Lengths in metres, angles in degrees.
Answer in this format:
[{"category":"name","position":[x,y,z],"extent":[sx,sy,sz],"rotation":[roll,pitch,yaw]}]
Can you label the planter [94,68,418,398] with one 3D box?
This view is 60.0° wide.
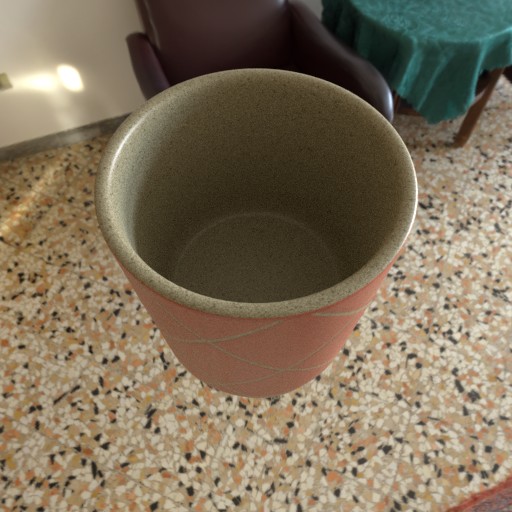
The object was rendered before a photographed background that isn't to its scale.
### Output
[{"category":"planter","position":[0.000,0.000,0.349],"extent":[0.191,0.200,0.191],"rotation":[0,59,0]}]
